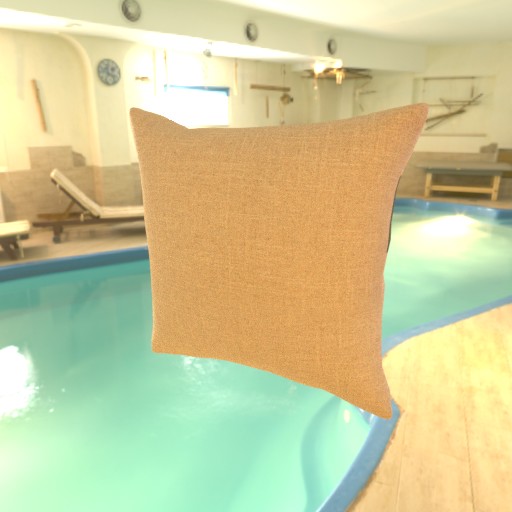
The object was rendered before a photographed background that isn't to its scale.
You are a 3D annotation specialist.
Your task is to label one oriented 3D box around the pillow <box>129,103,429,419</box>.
[{"bbox_3d":[0.000,0.000,0.618,0.414,0.399,0.173,8,19,26],"label":"pillow"}]
